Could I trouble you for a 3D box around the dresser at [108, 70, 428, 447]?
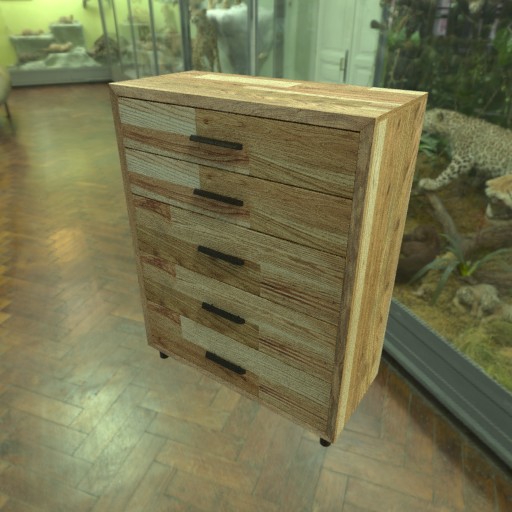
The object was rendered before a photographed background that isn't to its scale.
[{"bbox_3d":[0.000,0.000,1.739,0.966,1.243,0.480,19,34,30],"label":"dresser"}]
